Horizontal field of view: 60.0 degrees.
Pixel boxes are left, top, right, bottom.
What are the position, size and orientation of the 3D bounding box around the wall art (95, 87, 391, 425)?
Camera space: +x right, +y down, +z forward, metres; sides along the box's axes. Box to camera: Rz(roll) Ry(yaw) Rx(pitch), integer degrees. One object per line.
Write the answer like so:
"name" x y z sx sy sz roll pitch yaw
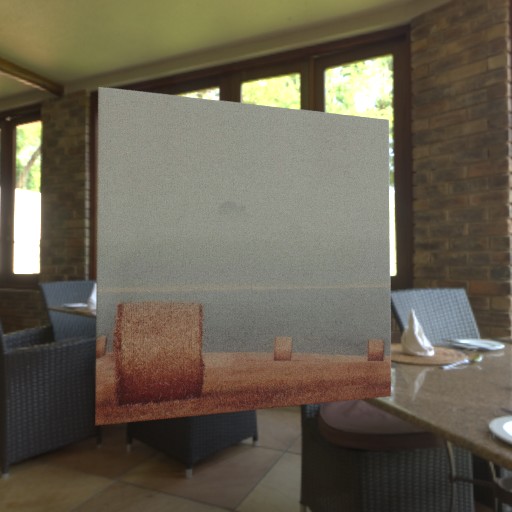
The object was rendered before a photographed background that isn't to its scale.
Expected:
"wall art" 0.000 0.000 0.599 0.405 0.405 0.023 0 -1 -17
